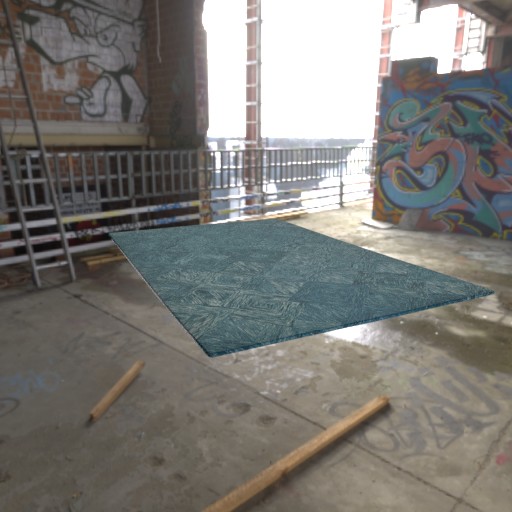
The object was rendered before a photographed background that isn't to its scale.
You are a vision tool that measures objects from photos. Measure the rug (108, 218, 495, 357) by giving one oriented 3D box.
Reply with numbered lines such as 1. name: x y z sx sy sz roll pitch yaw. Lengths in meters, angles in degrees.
1. rug: 0.000 0.000 2.145 1.136 0.017 1.728 -7 17 -25
